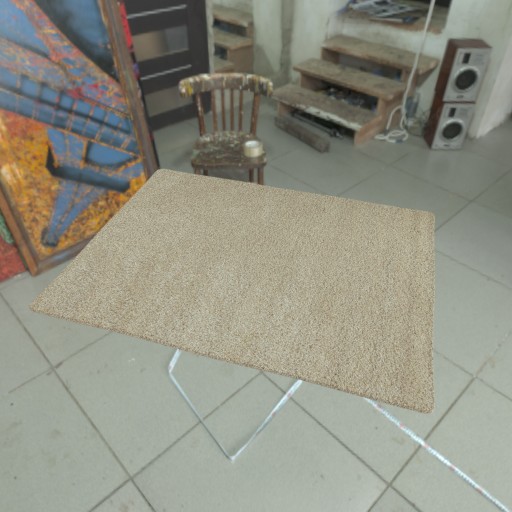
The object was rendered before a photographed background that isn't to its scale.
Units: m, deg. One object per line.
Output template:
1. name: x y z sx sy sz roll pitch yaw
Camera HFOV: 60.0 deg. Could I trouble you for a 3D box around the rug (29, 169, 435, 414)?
1. rug: 0.000 0.000 2.081 1.600 0.025 1.199 11 42 13
